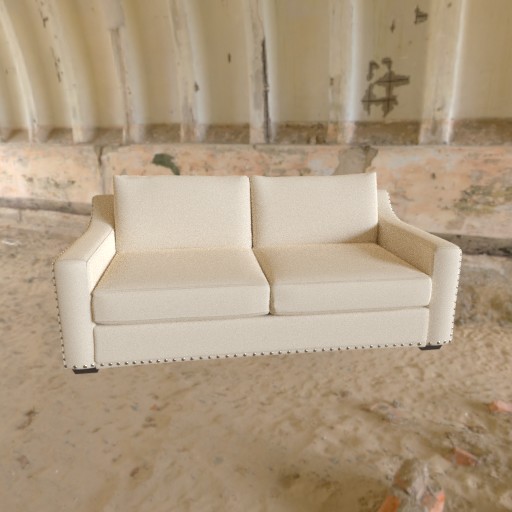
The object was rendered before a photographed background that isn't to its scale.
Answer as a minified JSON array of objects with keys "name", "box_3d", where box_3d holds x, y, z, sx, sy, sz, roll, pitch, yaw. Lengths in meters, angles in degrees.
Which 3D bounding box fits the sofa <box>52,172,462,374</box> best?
[{"name":"sofa","box_3d":[0.000,0.000,2.367,1.812,0.830,0.949,-2,16,-8]}]
